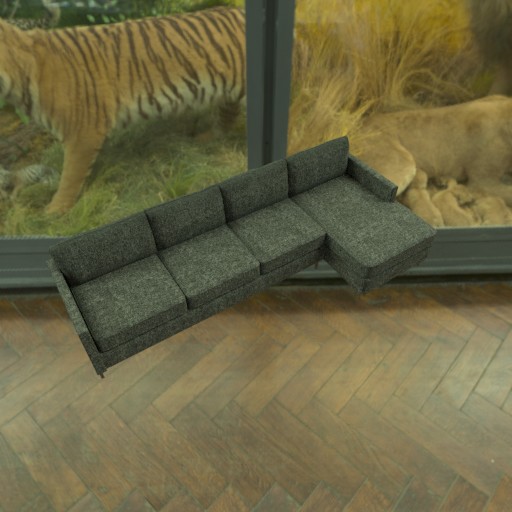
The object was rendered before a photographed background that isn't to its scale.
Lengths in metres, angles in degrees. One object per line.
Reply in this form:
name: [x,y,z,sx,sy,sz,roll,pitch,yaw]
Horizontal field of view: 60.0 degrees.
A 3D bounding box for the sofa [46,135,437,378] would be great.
sofa: [0.000,0.000,4.215,3.384,0.970,1.488,-25,51,-22]
